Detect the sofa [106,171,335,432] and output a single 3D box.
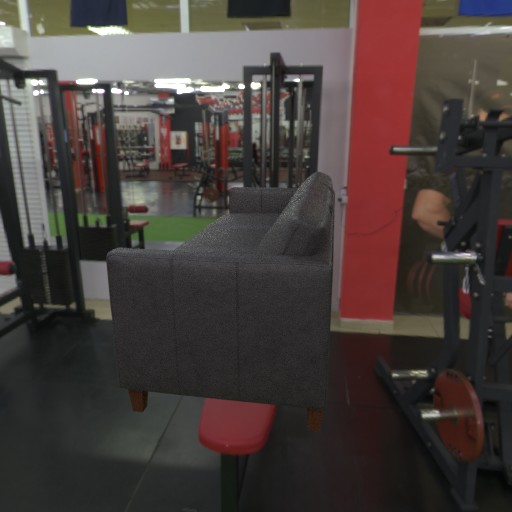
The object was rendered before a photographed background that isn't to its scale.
[{"bbox_3d":[0.000,0.000,3.069,1.045,1.006,2.464,3,16,10],"label":"sofa"}]
